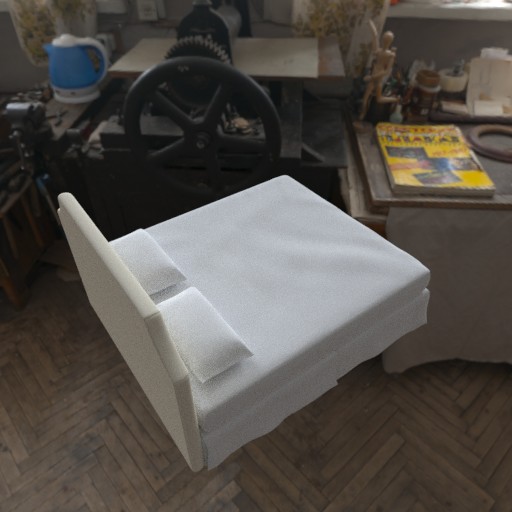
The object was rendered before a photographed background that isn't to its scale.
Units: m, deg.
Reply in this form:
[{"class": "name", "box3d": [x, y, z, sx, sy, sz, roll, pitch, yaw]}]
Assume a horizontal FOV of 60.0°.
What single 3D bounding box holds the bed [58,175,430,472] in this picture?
[{"class": "bed", "box3d": [0.000, 0.000, 4.188, 2.773, 1.590, 2.350, -26, 47, -26]}]
